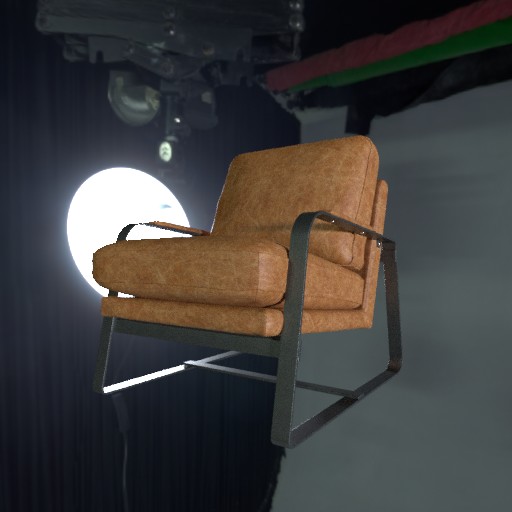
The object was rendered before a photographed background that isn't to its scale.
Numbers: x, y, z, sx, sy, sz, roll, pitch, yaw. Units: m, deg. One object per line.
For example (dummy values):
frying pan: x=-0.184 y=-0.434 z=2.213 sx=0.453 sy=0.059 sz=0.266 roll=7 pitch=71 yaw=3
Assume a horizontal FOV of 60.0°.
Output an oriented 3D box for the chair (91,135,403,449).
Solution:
chair: x=0.000 y=0.000 z=1.351 sx=0.651 sy=0.777 sz=0.801 roll=0 pitch=0 yaw=35
